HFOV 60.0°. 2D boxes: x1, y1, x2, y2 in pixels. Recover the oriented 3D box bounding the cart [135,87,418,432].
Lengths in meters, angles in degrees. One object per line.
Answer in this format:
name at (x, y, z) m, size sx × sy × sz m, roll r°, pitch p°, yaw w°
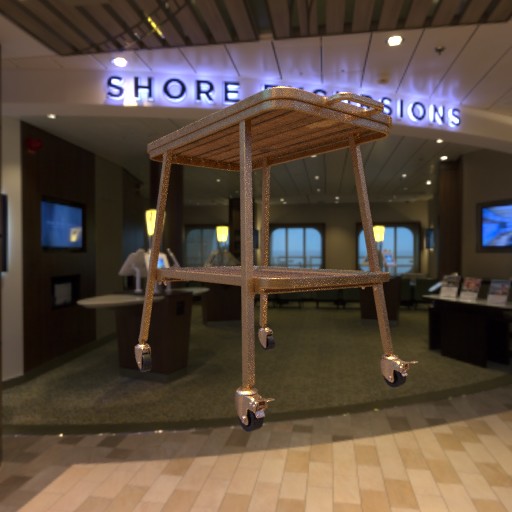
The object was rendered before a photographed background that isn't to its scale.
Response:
cart at (0.000, 0.000, 1.284) m, size 0.524 × 0.700 × 0.806 m, roll -1°, pitch 1°, yaw -37°
